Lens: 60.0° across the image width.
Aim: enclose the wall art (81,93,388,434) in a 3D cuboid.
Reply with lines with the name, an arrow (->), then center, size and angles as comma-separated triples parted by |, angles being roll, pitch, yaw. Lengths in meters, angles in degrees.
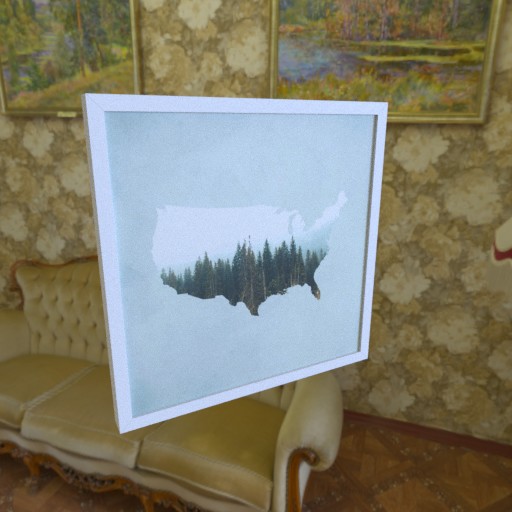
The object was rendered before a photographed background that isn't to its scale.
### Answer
wall art -> 0.000, 0.000, 0.456 | 0.304, 0.304, 0.024 | -9, 19, -27
